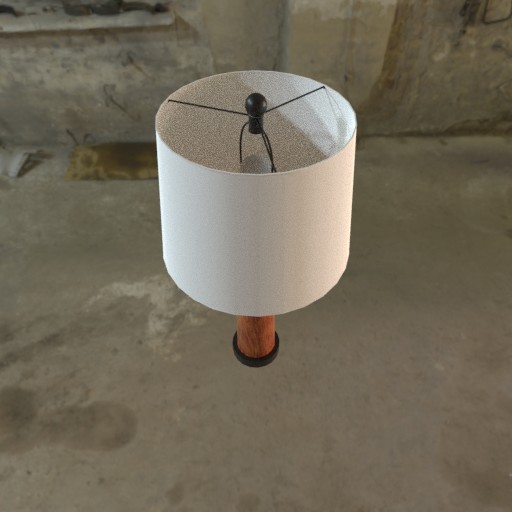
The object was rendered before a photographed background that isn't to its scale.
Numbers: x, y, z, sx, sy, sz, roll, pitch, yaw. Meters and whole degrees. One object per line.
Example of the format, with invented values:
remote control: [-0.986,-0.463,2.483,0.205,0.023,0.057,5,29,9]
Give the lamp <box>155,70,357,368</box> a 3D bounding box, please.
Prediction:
lamp: [0.000,0.000,0.867,0.349,0.667,0.349,0,47,0]
